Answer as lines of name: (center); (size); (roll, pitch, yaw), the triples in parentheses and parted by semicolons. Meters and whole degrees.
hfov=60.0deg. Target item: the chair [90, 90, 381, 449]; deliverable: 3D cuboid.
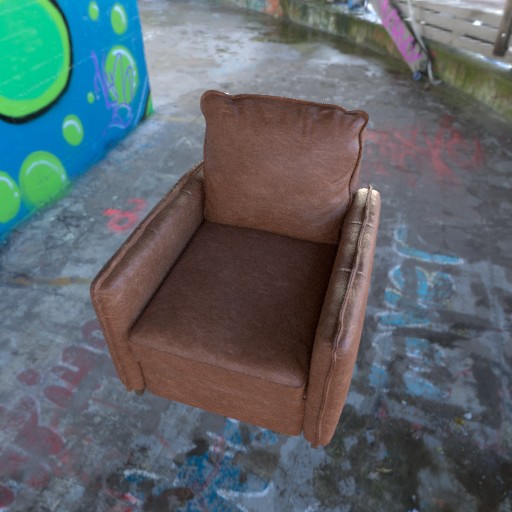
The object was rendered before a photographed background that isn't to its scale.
chair: (0.000, 0.000, 1.604); (0.830, 0.922, 0.922); (12, 43, 13)
